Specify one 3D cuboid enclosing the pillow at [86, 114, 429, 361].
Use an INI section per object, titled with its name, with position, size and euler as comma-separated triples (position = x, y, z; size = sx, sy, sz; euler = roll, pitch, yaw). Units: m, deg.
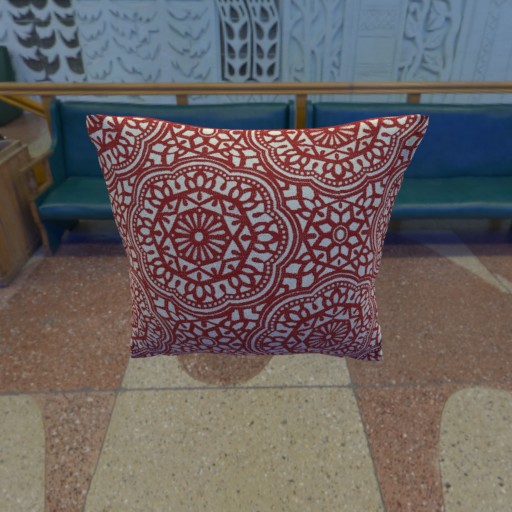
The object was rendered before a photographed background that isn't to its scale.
[pillow]
position = 0.000, 0.000, 0.669
size = 0.438, 0.419, 0.162
euler = 0, 31, 0
